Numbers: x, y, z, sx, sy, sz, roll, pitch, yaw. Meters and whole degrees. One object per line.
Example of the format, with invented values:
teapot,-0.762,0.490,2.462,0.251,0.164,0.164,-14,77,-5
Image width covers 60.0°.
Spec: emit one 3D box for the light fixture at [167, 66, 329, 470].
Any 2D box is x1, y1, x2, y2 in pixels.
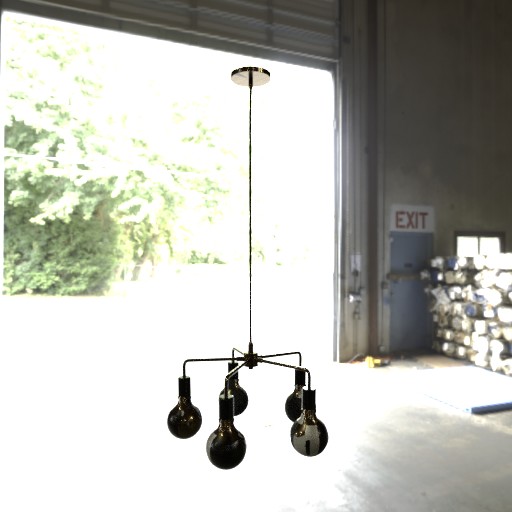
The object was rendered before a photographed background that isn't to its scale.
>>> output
light fixture,0.000,0.000,1.216,0.421,0.988,0.438,0,0,-36
